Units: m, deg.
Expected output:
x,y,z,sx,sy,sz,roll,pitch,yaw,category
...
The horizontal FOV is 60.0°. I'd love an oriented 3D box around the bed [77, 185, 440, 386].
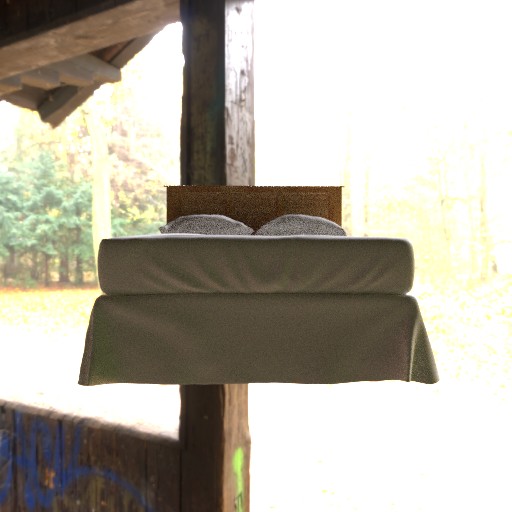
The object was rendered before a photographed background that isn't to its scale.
x,y,z,sx,sy,sz,roll,pitch,yaw,category
0.000,0.000,3.097,1.870,1.273,2.035,0,0,-1,bed
